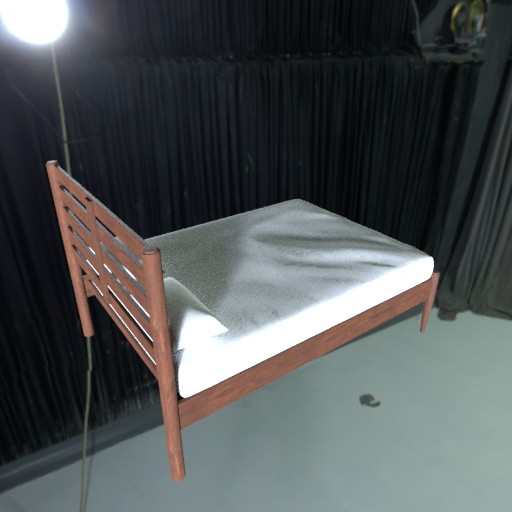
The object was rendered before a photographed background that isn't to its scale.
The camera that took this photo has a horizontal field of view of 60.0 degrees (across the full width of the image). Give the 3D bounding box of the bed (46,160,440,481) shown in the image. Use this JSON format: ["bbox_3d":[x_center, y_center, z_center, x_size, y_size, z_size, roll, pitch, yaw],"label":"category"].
[{"bbox_3d":[0.000,0.000,3.007,2.093,1.304,1.509,-19,33,-31],"label":"bed"}]
